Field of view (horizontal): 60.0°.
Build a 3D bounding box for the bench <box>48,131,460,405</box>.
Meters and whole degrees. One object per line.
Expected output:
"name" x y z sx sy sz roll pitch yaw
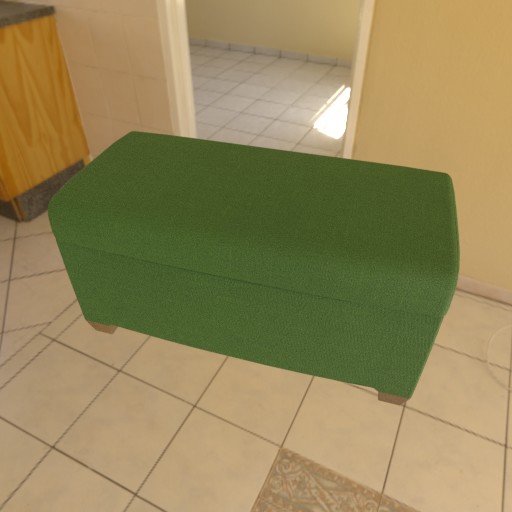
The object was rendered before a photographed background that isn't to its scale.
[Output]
"bench" 0.000 0.000 1.291 0.989 0.501 0.505 11 41 12
